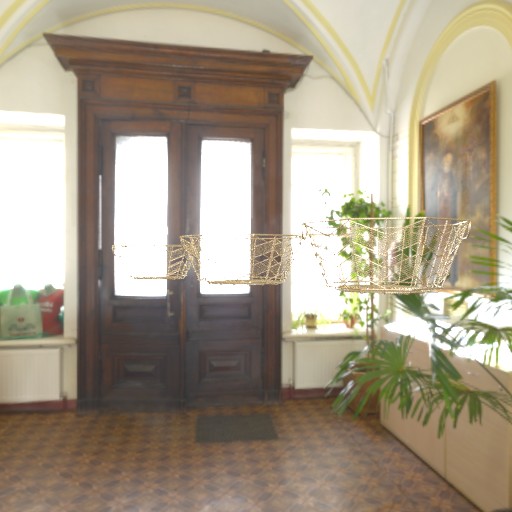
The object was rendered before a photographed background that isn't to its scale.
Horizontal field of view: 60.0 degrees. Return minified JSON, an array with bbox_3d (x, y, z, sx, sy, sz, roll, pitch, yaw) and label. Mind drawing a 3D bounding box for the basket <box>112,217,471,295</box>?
[{"bbox_3d":[0.000,0.000,1.412,1.246,0.178,0.432,0,1,35],"label":"basket"}]
